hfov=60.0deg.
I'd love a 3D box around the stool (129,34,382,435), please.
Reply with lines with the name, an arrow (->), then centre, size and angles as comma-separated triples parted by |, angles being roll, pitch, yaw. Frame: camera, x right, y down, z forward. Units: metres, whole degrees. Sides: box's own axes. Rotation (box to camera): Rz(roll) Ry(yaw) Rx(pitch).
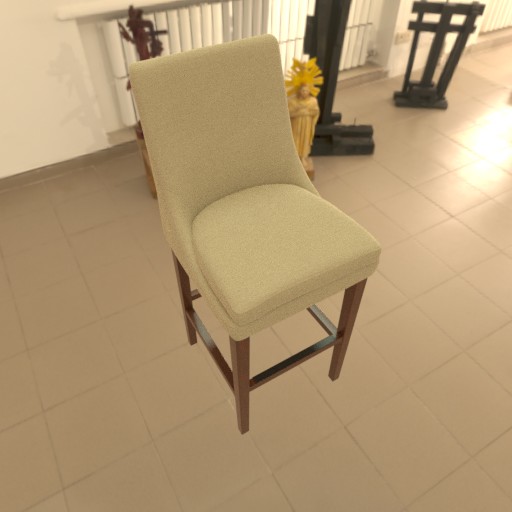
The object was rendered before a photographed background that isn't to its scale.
stool -> 0.000, 0.000, 1.360 | 0.470, 1.078, 0.577 | -23, 50, -21
